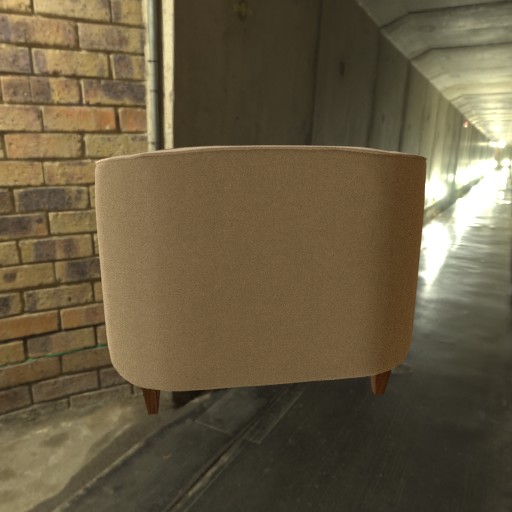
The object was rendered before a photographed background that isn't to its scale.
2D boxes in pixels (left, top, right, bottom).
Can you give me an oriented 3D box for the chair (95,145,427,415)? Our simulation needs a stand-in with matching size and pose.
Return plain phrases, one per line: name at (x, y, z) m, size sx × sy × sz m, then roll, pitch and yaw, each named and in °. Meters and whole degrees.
chair at (0.000, 0.000, 1.752) m, size 1.104 × 0.852 × 0.941 m, roll -2°, pitch 14°, yaw -8°
